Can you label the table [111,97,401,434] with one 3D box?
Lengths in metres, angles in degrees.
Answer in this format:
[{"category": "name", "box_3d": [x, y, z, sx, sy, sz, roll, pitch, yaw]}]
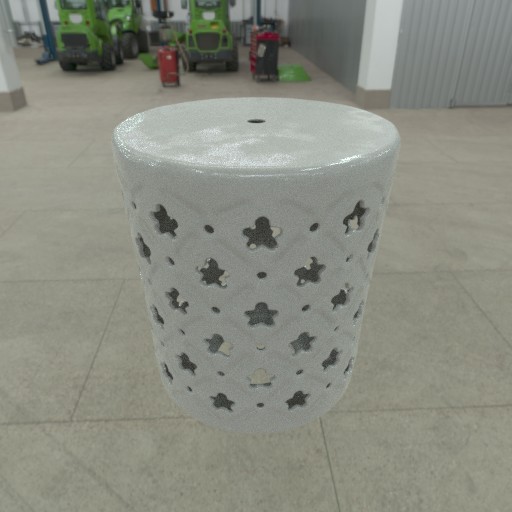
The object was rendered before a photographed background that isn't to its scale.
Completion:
[{"category": "table", "box_3d": [0.000, 0.000, 0.645, 0.352, 0.387, 0.352, 0, 30, 0]}]
